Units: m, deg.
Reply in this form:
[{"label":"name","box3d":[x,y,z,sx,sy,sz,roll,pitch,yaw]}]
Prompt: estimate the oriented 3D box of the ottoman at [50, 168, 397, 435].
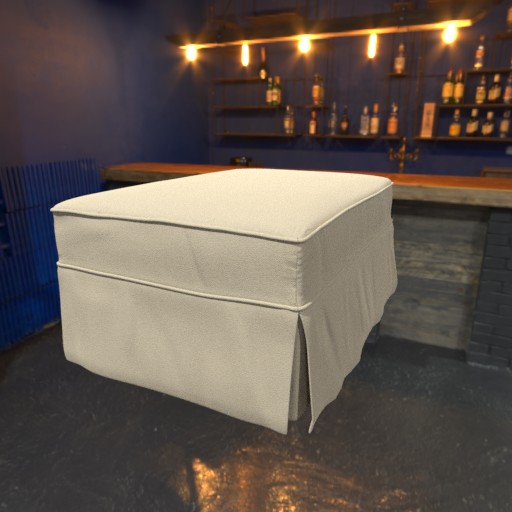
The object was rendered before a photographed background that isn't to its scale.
[{"label":"ottoman","box3d":[0.000,0.000,1.343,0.721,0.482,0.959,8,18,25]}]
